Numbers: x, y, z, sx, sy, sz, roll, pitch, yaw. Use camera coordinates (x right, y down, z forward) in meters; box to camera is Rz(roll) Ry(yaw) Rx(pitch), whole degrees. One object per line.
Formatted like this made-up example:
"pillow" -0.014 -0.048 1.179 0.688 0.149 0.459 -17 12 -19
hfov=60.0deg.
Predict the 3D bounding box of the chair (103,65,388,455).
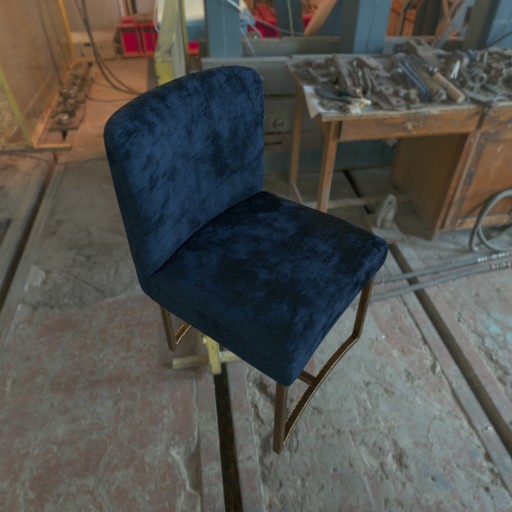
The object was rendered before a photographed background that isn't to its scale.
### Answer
"chair" 0.000 0.000 1.196 0.560 0.824 0.530 26 47 26
